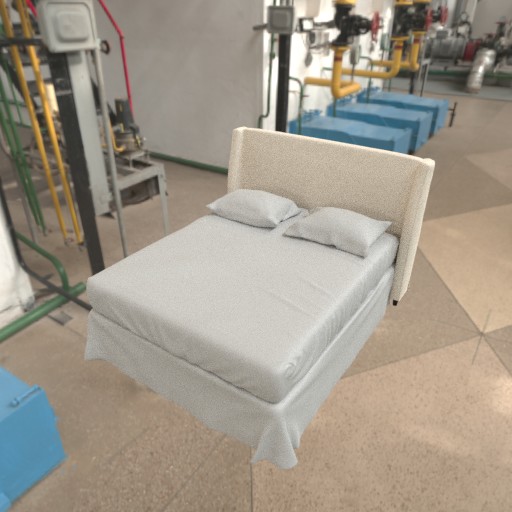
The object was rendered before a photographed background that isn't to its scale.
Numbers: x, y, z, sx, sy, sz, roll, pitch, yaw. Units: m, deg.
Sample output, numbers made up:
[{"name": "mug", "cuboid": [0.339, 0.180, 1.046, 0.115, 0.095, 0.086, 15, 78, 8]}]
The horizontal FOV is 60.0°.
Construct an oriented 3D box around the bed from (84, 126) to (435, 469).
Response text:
[{"name": "bed", "cuboid": [0.000, 0.000, 3.478, 1.925, 1.332, 2.276, 19, 35, 29]}]
